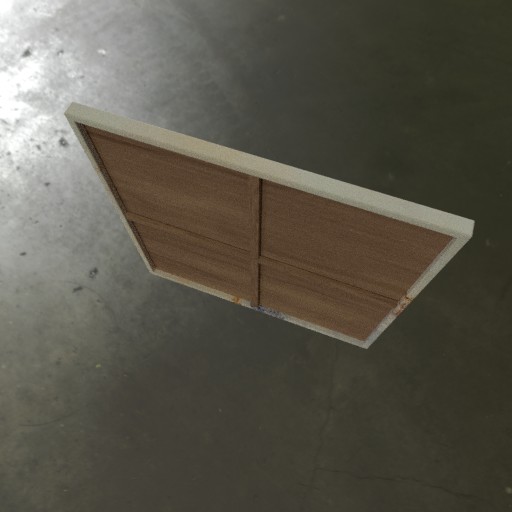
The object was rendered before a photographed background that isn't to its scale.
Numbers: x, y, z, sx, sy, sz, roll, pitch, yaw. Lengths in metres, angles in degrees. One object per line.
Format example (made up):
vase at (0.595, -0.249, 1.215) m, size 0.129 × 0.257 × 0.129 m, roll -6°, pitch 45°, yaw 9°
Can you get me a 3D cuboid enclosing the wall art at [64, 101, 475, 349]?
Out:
wall art at (0.000, 0.000, 1.315) m, size 0.889 × 0.889 × 0.038 m, roll 18°, pitch 66°, yaw 9°
